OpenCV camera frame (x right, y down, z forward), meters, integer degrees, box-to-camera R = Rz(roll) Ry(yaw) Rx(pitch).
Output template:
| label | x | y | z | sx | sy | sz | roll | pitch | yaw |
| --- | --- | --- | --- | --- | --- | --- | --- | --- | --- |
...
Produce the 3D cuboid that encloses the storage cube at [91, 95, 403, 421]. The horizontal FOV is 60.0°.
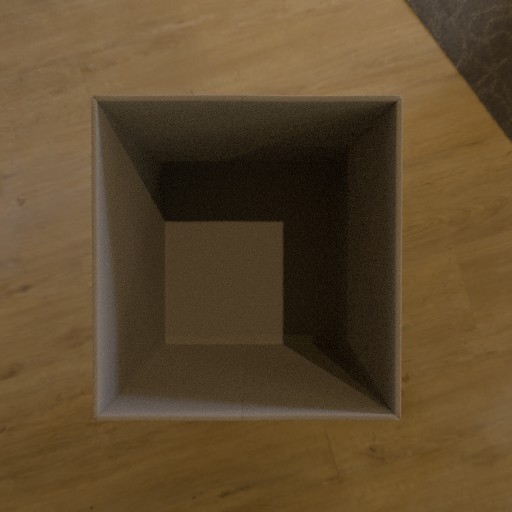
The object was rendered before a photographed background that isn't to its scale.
| label | x | y | z | sx | sy | sz | roll | pitch | yaw |
| --- | --- | --- | --- | --- | --- | --- | --- | --- | --- |
| storage cube | 0.000 | 0.000 | 0.498 | 0.270 | 0.280 | 0.270 | 0 | 91 | 0 |
